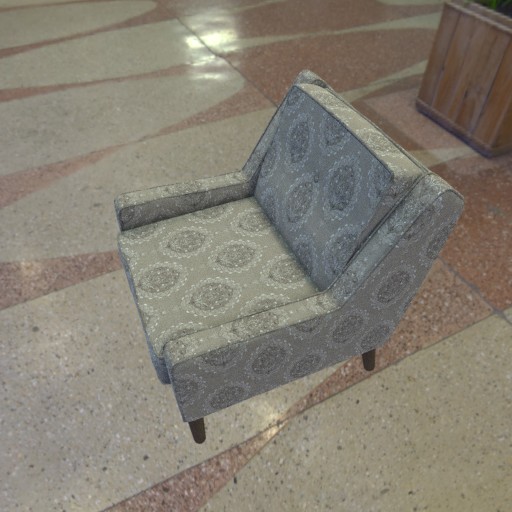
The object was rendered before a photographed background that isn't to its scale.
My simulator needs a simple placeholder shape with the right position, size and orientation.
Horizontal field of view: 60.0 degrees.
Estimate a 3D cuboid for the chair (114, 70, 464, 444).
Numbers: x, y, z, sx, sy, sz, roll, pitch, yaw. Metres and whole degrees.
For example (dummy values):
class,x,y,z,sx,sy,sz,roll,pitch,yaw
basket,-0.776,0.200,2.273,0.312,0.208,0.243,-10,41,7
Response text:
class,x,y,z,sx,sy,sz,roll,pitch,yaw
chair,0.000,0.000,1.326,0.750,0.797,0.665,-17,49,-16
